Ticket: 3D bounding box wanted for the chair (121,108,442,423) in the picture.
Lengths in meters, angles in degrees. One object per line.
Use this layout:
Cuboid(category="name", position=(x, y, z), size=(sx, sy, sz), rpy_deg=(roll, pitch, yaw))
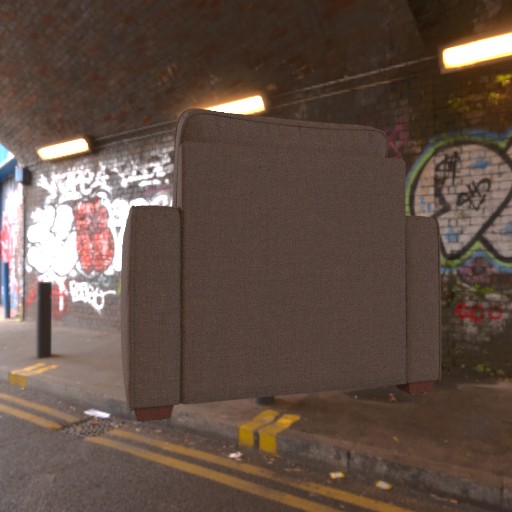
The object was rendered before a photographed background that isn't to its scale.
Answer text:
Cuboid(category="chair", position=(0.000, 0.000, 1.749), size=(1.017, 0.919, 0.940), rpy_deg=(0, -1, -17))
